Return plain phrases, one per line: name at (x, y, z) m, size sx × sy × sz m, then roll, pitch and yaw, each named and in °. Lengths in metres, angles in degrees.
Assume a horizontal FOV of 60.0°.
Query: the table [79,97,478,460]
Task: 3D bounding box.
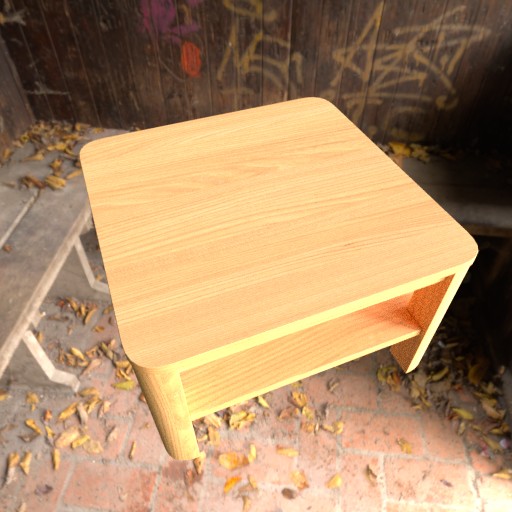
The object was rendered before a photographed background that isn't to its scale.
table at (0.000, 0.000, 1.224) m, size 0.750 × 0.450 × 0.750 m, roll -16°, pitch 49°, yaw -15°
